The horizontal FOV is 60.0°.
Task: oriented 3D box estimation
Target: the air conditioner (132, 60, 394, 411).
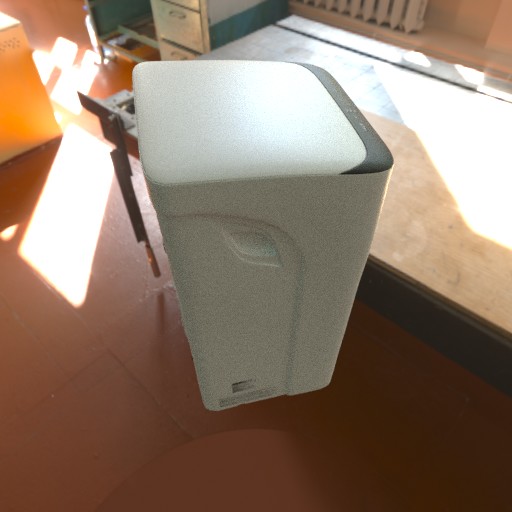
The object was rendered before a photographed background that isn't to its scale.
[{"bbox_3d":[0.000,0.000,0.922,0.369,0.716,0.352,-10,48,-9],"label":"air conditioner"}]
